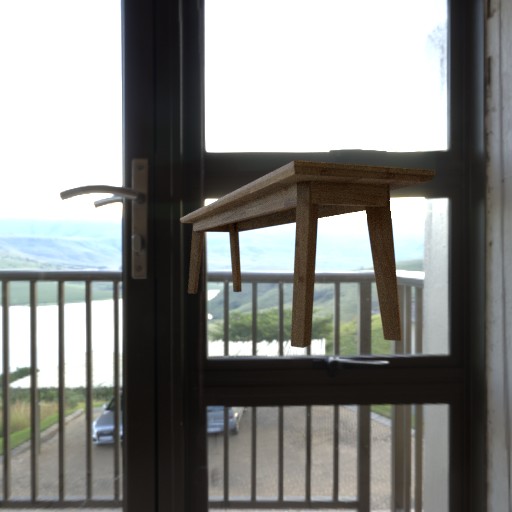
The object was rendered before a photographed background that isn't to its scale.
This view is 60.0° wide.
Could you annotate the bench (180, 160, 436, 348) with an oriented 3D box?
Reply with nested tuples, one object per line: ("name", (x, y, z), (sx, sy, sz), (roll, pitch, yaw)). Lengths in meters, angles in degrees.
("bench", (0.000, 0.000, 1.839), (0.378, 0.431, 1.698), (0, 0, -18))
